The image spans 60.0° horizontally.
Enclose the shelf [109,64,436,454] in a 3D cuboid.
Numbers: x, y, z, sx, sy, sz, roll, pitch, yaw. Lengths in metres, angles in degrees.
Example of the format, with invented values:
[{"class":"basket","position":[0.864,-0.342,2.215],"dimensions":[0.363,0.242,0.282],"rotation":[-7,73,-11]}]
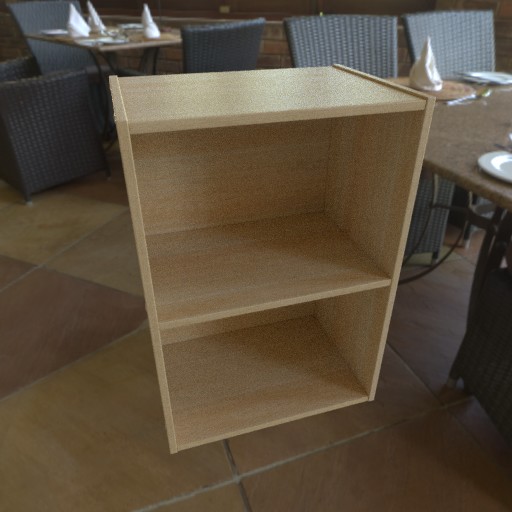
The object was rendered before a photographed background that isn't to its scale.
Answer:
[{"class":"shelf","position":[0.000,0.000,0.809],"dimensions":[0.414,0.592,0.290],"rotation":[-9,33,-15]}]
